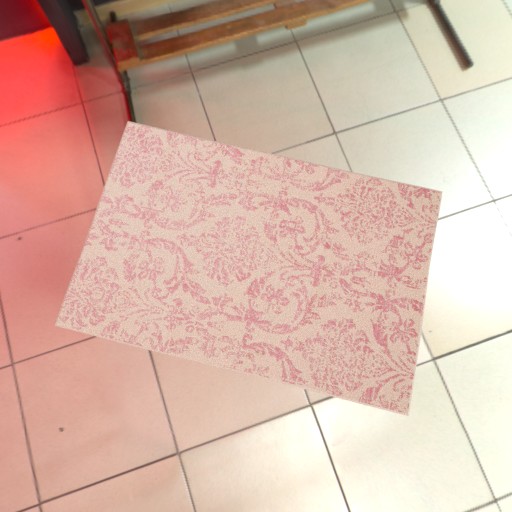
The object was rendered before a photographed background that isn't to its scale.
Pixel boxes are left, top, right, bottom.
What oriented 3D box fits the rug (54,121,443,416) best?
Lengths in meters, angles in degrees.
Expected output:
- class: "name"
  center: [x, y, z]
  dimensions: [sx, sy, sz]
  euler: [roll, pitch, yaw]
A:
- class: "rug"
  center: [0.000, 0.000, 2.373]
  dimensions: [1.839, 0.012, 1.219]
  euler: [13, 76, 3]
